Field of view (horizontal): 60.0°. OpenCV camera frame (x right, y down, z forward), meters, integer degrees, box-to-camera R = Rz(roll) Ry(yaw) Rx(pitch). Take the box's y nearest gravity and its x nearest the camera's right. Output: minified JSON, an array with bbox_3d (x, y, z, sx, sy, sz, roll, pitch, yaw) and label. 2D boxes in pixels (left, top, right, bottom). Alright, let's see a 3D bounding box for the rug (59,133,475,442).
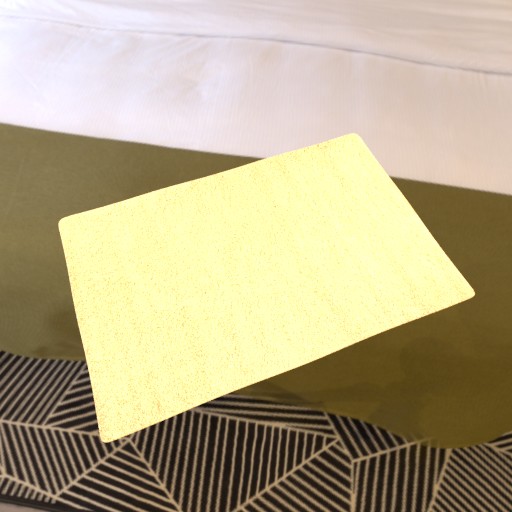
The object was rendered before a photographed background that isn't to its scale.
[{"bbox_3d":[0.000,0.000,3.364,2.698,0.025,1.798,-19,60,-11],"label":"rug"}]
